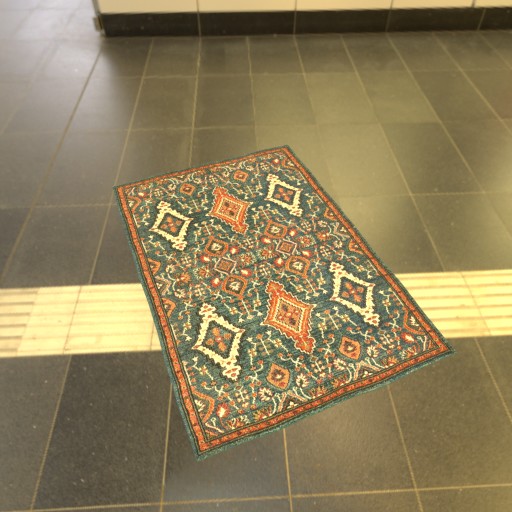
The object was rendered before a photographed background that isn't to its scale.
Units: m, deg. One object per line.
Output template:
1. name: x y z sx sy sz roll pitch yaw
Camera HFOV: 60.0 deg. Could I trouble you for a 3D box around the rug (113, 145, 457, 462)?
1. rug: 0.000 0.000 3.144 1.622 0.009 2.373 -17 50 -15
